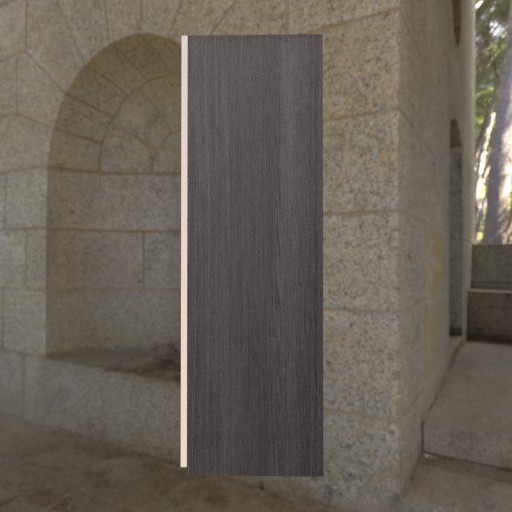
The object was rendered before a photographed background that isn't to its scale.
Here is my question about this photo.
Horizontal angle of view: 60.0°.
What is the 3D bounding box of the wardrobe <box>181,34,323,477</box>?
[{"bbox_3d":[0.000,0.000,2.853,0.629,1.960,1.780,0,-1,1],"label":"wardrobe"}]
